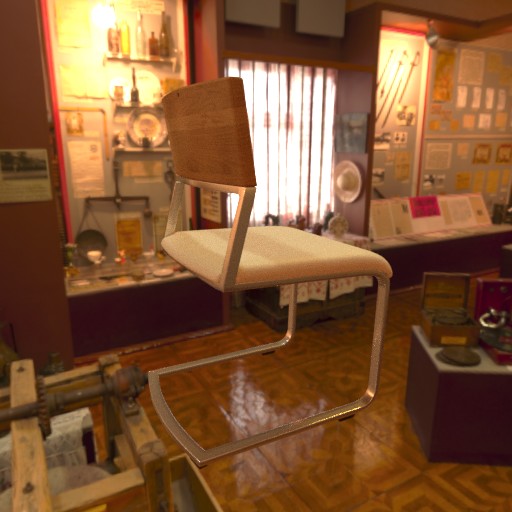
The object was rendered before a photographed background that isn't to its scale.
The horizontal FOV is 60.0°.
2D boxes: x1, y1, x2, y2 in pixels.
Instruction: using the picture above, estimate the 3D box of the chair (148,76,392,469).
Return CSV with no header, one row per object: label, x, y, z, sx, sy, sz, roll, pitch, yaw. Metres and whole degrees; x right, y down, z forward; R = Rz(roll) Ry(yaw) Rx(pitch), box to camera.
chair,0.000,0.000,1.215,0.585,0.844,0.467,-7,16,-27
